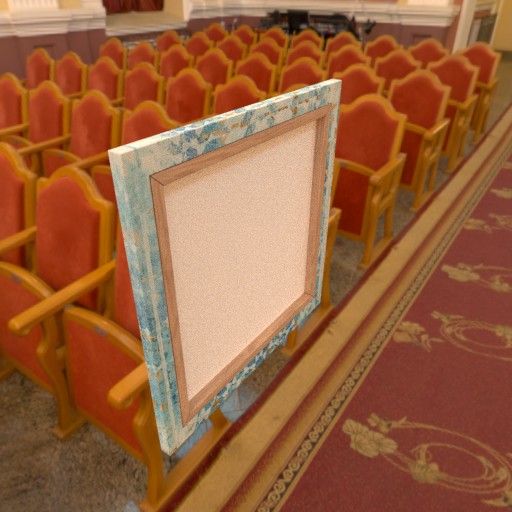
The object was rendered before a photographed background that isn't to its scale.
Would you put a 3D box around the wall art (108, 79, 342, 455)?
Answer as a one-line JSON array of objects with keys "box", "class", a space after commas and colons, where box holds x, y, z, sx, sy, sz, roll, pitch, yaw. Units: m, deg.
[{"box": [0.000, 0.000, 1.391, 0.040, 0.916, 0.916, 21, 37, 30], "class": "wall art"}]
